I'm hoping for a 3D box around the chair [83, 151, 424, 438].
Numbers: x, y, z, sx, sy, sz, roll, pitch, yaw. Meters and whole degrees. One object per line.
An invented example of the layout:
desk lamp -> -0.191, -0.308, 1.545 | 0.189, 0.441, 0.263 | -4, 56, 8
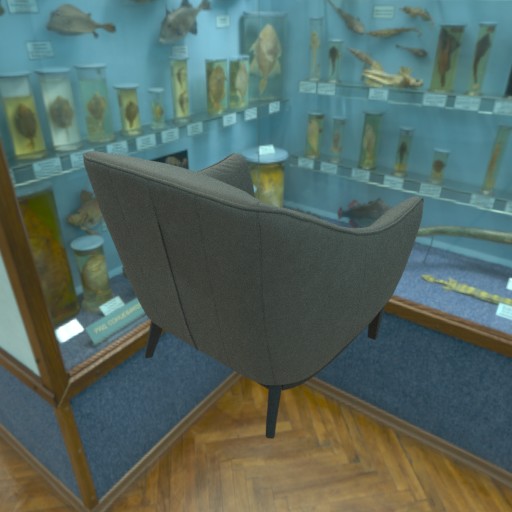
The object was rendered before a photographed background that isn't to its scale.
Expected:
chair -> 0.000, 0.000, 1.565 | 0.871, 0.830, 0.852 | 21, 36, 33
